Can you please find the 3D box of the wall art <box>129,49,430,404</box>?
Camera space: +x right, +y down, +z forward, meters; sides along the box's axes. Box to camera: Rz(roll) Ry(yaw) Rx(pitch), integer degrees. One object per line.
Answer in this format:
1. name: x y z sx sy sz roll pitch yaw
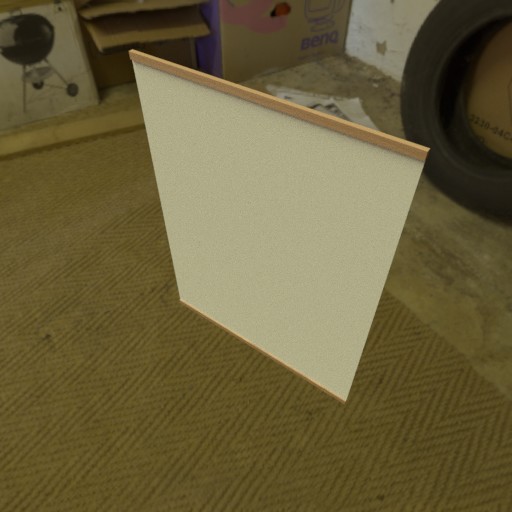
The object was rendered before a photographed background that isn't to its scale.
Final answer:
1. wall art: 0.000 0.000 1.314 0.758 1.016 0.013 27 52 23
